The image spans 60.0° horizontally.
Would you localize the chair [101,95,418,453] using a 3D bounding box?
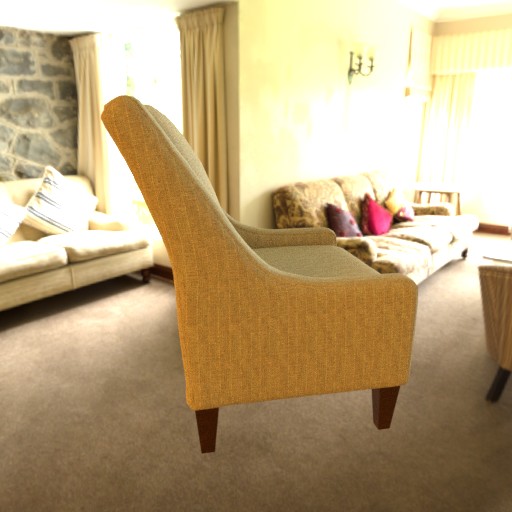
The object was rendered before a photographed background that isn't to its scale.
[{"bbox_3d":[0.000,0.000,1.565,0.870,1.014,0.774,-3,16,-11],"label":"chair"}]
